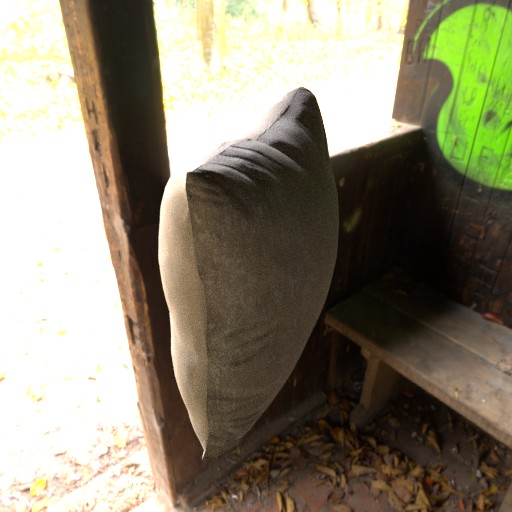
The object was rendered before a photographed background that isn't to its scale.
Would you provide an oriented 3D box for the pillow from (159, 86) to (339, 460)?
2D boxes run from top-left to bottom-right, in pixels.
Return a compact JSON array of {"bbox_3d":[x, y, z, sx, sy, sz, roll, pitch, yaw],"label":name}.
[{"bbox_3d":[0.000,0.000,0.714,0.245,0.448,0.450,12,33,18],"label":"pillow"}]
